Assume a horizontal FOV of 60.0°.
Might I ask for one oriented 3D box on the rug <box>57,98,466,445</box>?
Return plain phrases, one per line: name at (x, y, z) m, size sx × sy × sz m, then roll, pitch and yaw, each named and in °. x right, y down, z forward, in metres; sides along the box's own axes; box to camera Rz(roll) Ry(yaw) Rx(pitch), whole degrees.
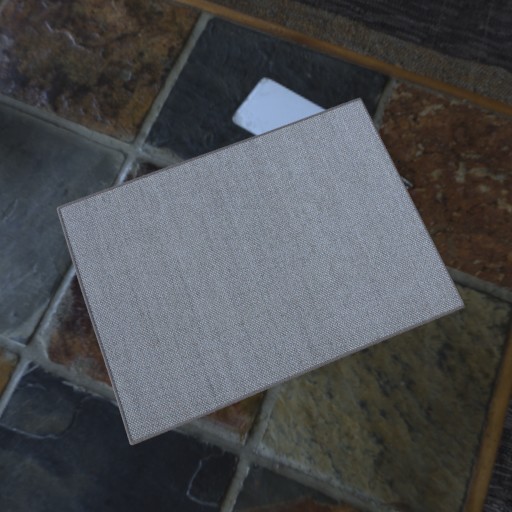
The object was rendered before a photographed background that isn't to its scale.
rug at (0.000, 0.000, 2.726) m, size 2.115 × 0.013 × 1.517 m, roll -21°, pitch 78°, yaw -5°
